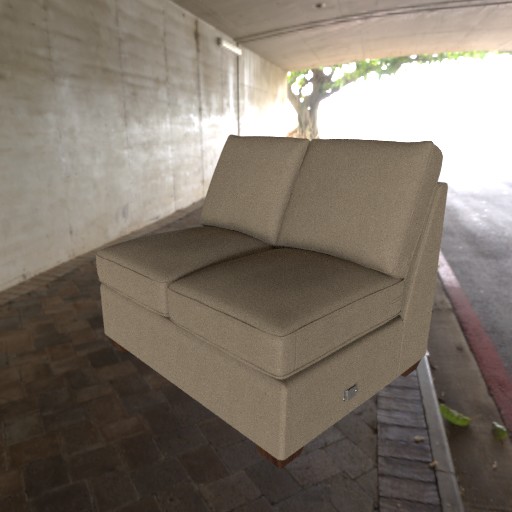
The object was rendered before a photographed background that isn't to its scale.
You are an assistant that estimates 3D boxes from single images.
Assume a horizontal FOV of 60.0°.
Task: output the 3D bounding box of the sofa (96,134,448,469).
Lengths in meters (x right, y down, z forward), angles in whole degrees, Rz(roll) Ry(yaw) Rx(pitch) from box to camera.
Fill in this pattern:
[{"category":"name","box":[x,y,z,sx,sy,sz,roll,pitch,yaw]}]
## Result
[{"category":"sofa","box":[0.000,0.000,1.965,0.978,1.006,1.232,-16,23,-41]}]
